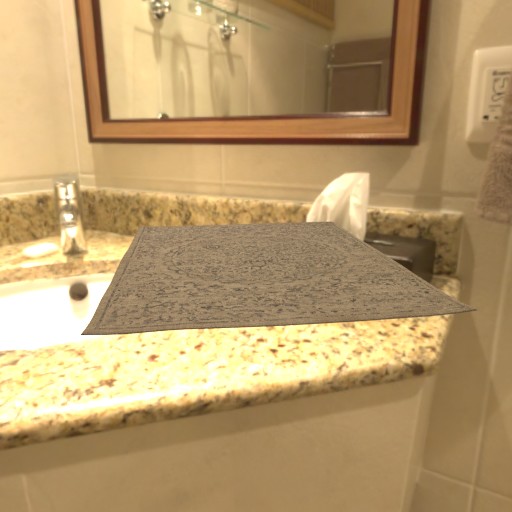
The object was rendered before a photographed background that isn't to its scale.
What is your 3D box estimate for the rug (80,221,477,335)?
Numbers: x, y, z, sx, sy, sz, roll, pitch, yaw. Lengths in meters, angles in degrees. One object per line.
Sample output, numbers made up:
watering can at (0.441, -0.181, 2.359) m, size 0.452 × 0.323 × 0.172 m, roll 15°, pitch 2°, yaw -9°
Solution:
rug at (0.000, 0.000, 3.950) m, size 2.343 × 0.026 × 2.925 m, roll -2°, pitch 16°, yaw -8°
